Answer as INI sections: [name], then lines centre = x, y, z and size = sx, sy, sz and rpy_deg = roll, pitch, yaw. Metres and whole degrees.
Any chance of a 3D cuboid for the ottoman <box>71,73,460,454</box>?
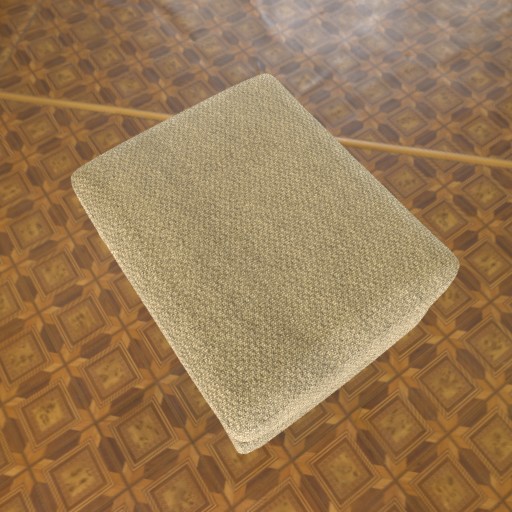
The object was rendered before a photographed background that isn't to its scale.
[ottoman]
centre = 0.000, 0.000, 1.143
size = 0.603, 0.476, 0.751
rpy_deg = -33, 68, -15
